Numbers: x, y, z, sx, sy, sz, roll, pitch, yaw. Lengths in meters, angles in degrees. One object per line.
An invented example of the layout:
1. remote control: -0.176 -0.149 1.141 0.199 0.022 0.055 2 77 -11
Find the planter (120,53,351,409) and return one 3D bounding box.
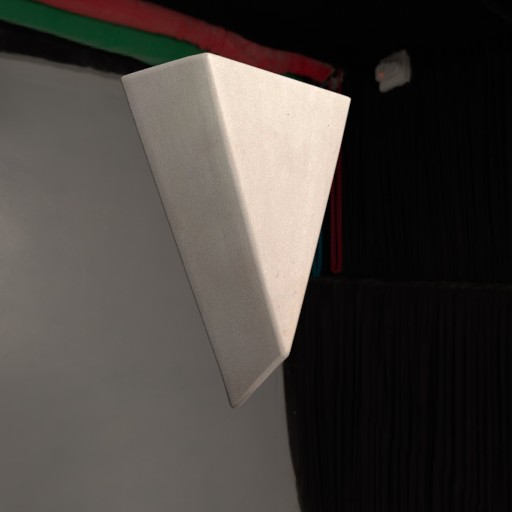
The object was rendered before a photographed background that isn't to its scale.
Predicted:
1. planter: 0.000 0.000 0.268 0.150 0.197 0.060 0 0 -36
